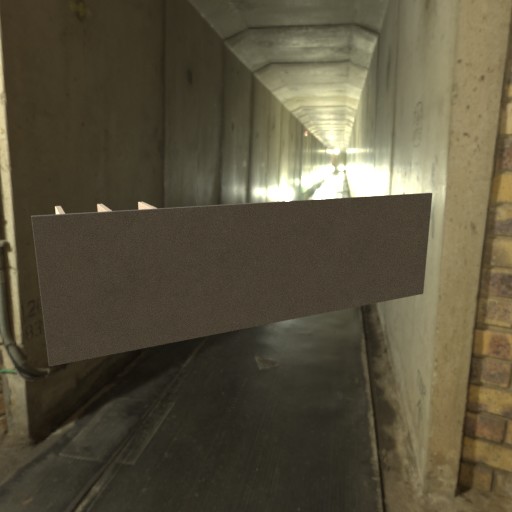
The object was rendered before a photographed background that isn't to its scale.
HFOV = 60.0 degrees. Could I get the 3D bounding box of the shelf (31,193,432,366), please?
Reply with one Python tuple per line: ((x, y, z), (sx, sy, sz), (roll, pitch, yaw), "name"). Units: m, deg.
((0.000, 0.000, 1.155), (1.020, 0.300, 0.200), (-7, 15, -26), "shelf")
